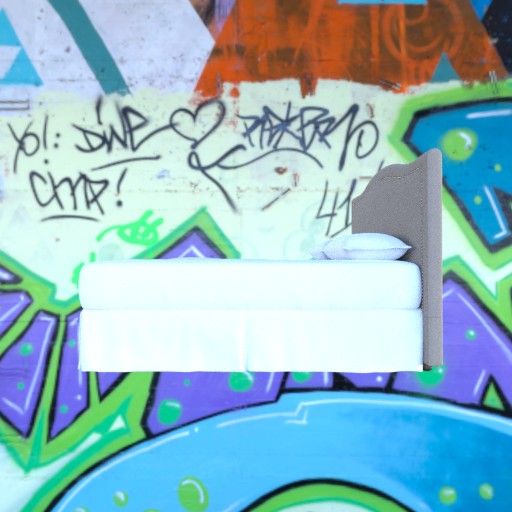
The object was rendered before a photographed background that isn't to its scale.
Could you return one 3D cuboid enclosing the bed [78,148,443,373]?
[{"bbox_3d":[0.000,0.000,3.606,2.182,1.421,2.083,0,-1,0],"label":"bed"}]
